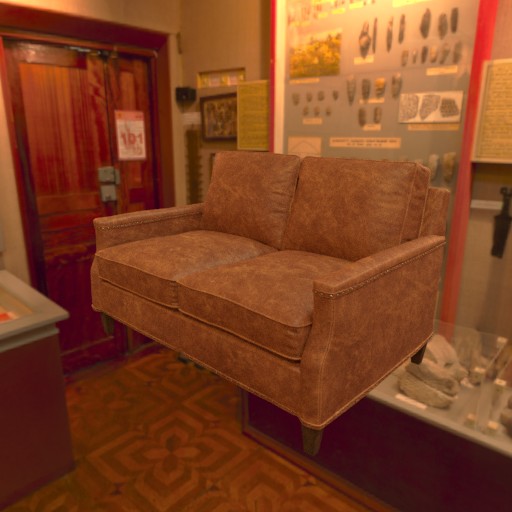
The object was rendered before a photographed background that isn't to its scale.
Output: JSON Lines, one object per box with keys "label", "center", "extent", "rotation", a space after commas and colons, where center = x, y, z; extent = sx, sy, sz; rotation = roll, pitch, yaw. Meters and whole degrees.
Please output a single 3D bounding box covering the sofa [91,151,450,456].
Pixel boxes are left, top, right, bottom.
{"label": "sofa", "center": [0.000, 0.000, 2.284], "extent": [1.597, 1.003, 1.084], "rotation": [14, 21, 41]}
